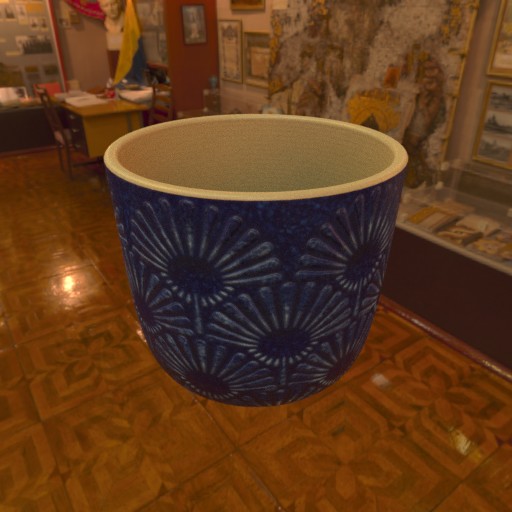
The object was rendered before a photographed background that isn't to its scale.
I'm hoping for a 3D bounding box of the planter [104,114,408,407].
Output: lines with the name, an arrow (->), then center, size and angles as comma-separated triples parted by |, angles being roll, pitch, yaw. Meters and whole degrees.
planter -> 0.000, 0.000, 0.214 | 0.124, 0.109, 0.124 | 0, 29, 0
